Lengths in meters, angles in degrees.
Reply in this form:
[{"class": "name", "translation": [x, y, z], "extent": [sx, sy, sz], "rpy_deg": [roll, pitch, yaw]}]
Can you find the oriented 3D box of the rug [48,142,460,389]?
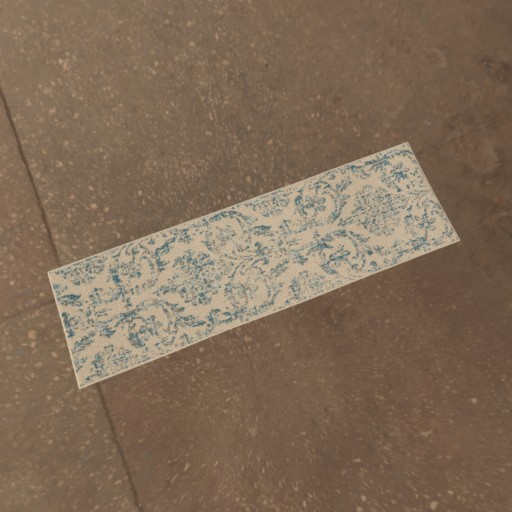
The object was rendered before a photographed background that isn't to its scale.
[{"class": "rug", "translation": [0.000, 0.000, 2.452], "extent": [2.196, 0.011, 0.662], "rpy_deg": [-21, 76, -6]}]
